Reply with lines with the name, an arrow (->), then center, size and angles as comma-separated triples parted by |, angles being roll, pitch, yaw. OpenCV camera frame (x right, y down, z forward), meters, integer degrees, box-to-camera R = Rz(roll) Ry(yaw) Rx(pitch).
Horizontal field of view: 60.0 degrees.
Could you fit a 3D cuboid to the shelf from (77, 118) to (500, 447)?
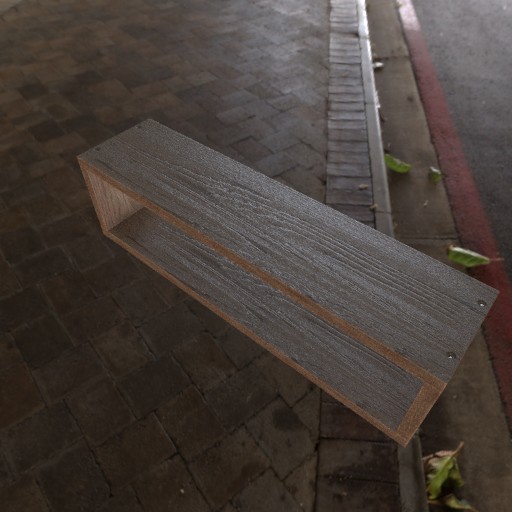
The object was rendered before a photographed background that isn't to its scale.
shelf -> 0.000, 0.000, 0.669 | 0.610, 0.170, 0.150 | 31, 54, 26
